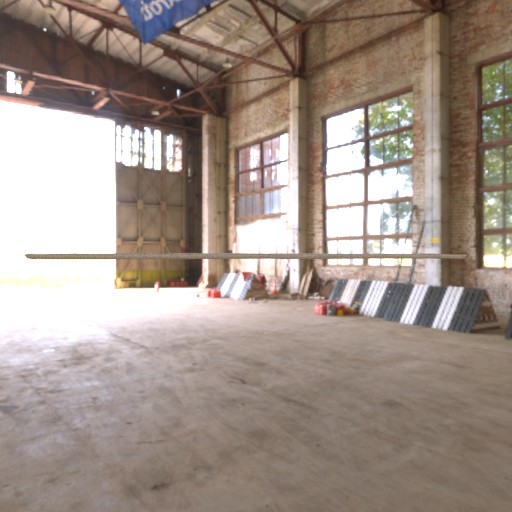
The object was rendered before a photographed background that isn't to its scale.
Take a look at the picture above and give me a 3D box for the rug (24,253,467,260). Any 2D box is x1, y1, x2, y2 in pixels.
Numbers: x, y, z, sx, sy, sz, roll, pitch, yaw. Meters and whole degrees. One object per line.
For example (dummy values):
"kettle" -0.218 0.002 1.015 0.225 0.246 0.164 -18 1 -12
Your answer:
"rug" 0.000 0.000 2.682 2.381 0.035 0.832 0 0 -17
